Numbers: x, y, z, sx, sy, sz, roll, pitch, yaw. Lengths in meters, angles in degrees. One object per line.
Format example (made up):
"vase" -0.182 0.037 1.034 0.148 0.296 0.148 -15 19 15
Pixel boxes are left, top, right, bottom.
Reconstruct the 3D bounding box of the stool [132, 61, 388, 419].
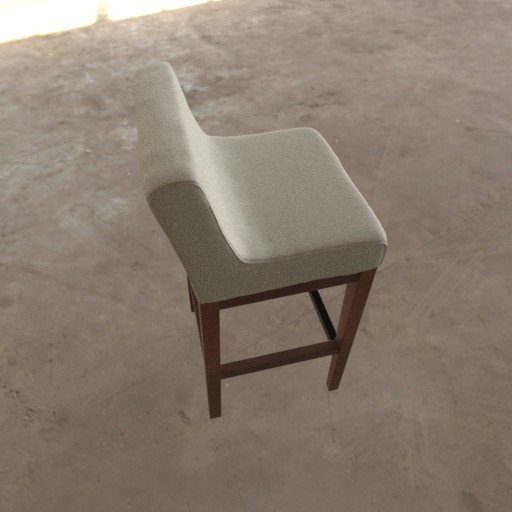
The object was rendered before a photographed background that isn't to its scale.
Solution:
"stool" 0.000 0.000 1.250 0.500 0.937 0.511 -10 47 -9
